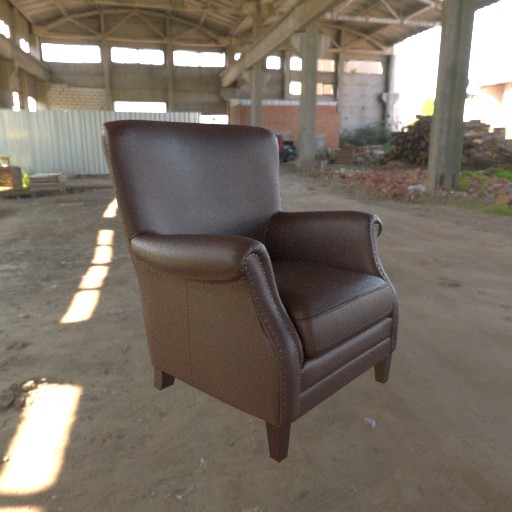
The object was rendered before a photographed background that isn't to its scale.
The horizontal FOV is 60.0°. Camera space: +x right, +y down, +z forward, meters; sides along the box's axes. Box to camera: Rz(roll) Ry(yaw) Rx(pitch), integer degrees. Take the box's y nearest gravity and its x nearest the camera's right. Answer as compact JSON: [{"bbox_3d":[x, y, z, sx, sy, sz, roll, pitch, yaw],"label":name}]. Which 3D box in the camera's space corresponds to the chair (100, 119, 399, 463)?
[{"bbox_3d":[0.000,0.000,1.343,0.746,0.800,0.700,13,19,42],"label":"chair"}]
